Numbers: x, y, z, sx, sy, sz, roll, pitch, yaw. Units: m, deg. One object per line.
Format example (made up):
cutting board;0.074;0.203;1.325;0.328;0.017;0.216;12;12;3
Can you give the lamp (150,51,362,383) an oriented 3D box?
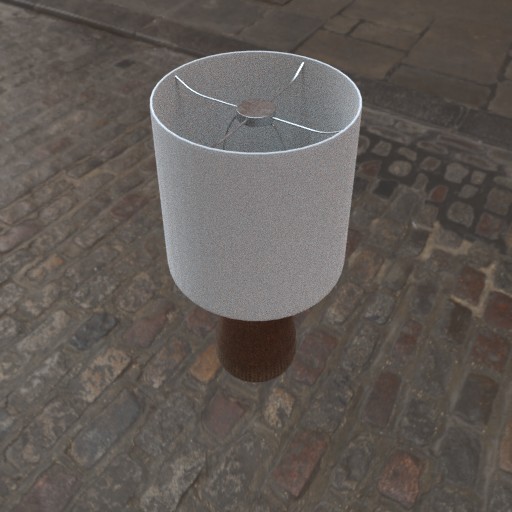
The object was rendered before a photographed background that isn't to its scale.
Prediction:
lamp;0.000;0.000;0.480;0.186;0.369;0.186;0;47;0
